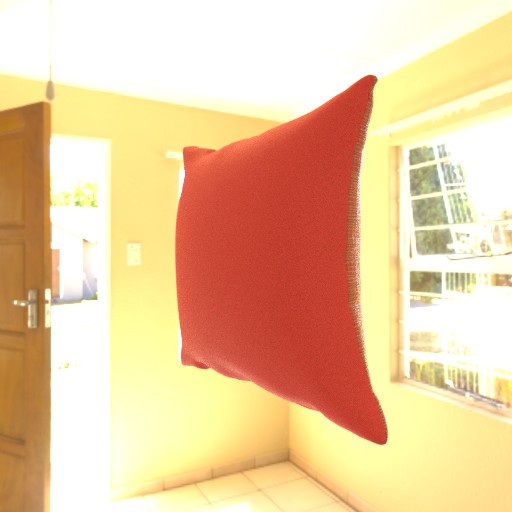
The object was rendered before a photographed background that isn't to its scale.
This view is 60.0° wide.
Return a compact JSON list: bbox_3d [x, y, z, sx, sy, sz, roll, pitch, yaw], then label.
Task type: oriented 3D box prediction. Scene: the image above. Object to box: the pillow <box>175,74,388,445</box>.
[{"bbox_3d":[0.000,0.000,0.803,0.229,0.501,0.559,0,0,-38],"label":"pillow"}]
